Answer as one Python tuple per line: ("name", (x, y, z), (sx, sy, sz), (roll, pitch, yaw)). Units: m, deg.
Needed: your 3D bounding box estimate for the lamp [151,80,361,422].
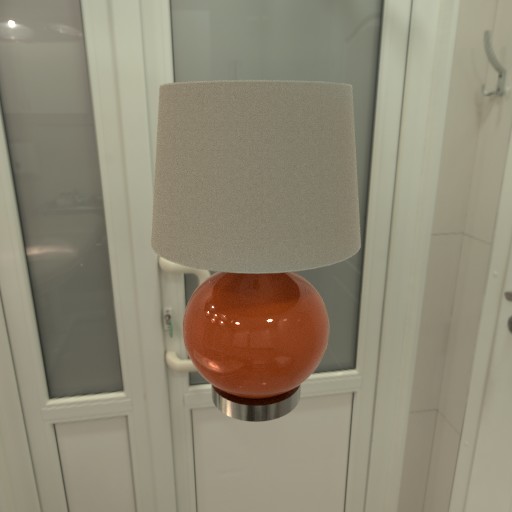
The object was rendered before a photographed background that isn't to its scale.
("lamp", (0.000, 0.000, 0.540), (0.247, 0.387, 0.247), (0, 18, 0))
